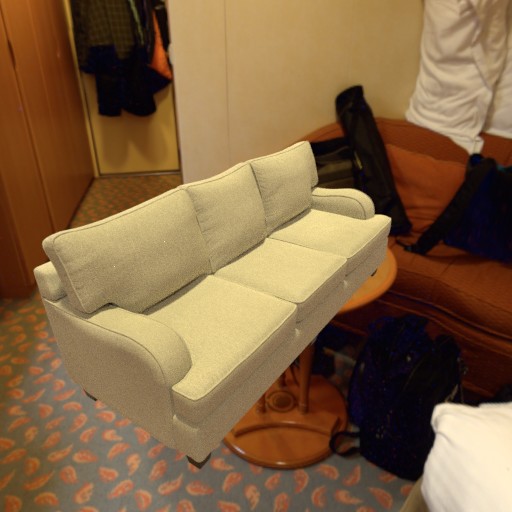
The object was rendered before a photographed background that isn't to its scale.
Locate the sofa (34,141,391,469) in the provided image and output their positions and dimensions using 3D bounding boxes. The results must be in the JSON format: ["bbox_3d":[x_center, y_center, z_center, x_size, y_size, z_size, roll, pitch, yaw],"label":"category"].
[{"bbox_3d":[0.000,0.000,2.805,1.016,0.991,2.323,17,32,30],"label":"sofa"}]
